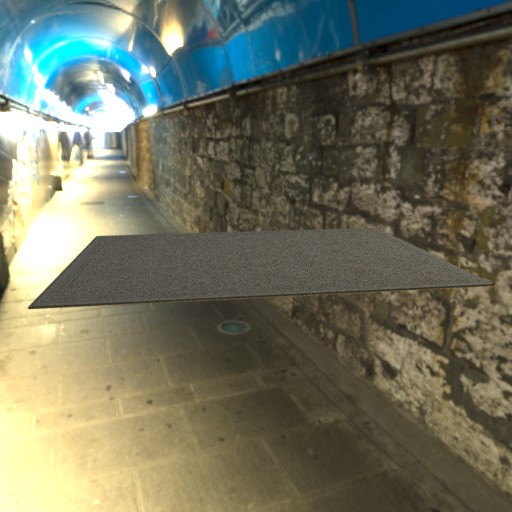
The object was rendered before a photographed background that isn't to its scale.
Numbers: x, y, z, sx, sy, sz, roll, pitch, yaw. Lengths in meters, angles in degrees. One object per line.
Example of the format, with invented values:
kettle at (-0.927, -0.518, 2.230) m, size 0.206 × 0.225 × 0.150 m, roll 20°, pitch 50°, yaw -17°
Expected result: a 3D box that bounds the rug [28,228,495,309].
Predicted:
rug at (0.000, 0.000, 2.290) m, size 1.829 × 0.010 × 1.219 m, roll -2°, pitch 15°, yaw -8°
